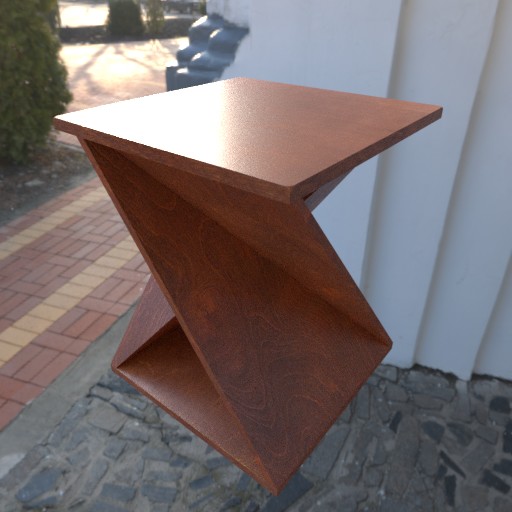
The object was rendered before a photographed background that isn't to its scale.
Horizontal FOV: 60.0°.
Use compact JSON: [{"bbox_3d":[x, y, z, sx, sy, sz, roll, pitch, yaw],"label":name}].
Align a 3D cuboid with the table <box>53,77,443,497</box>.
[{"bbox_3d":[0.000,0.000,0.816,0.427,0.520,0.427,23,38,32],"label":"table"}]
